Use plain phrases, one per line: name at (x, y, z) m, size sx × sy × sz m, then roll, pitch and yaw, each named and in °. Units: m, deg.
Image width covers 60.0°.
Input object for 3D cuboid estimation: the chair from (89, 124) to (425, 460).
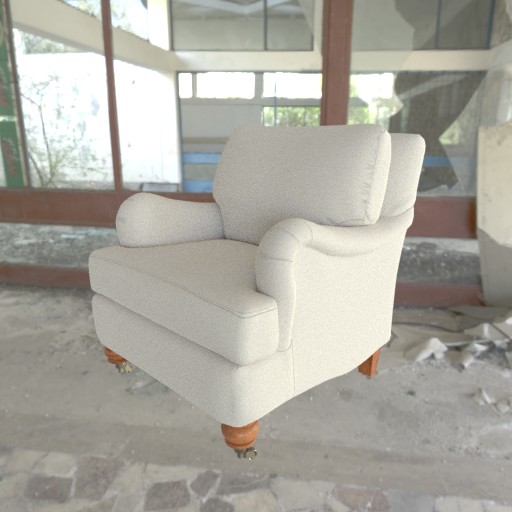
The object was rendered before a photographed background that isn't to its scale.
chair at (0.000, 0.000, 1.818) m, size 0.955 × 1.038 × 1.070 m, roll 15°, pitch 21°, yaw 42°
